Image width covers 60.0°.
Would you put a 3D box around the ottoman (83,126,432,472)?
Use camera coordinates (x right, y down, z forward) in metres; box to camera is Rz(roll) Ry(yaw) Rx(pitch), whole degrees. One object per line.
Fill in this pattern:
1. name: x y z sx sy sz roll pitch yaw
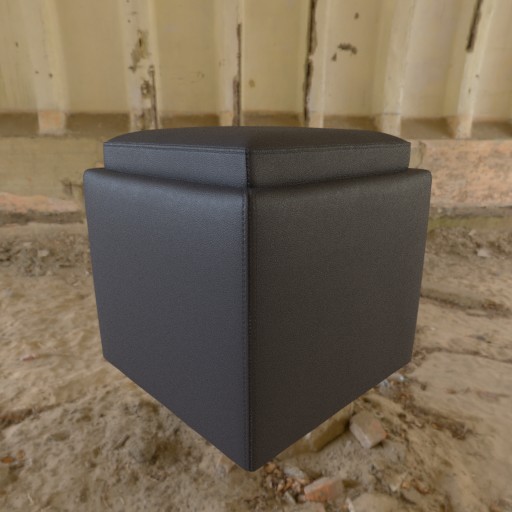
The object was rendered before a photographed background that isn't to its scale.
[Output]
1. ottoman: 0.000 0.000 0.817 0.451 0.460 0.450 -15 22 -42
